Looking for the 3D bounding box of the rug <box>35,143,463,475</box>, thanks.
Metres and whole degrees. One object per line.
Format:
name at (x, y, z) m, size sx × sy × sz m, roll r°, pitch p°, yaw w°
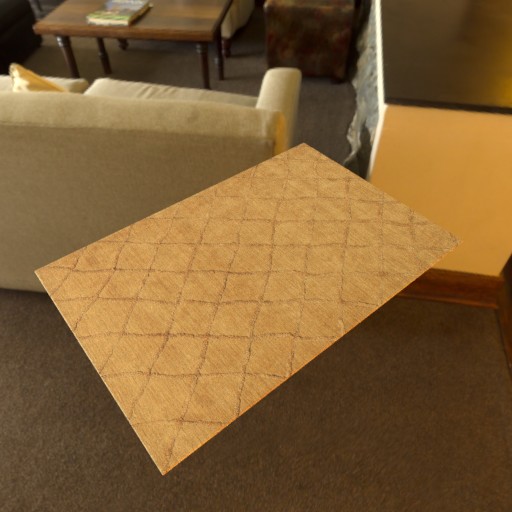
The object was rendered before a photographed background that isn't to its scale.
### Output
rug at (0.000, 0.000, 2.835) m, size 2.292 × 0.014 × 1.528 m, roll -31°, pitch 54°, yaw -26°
